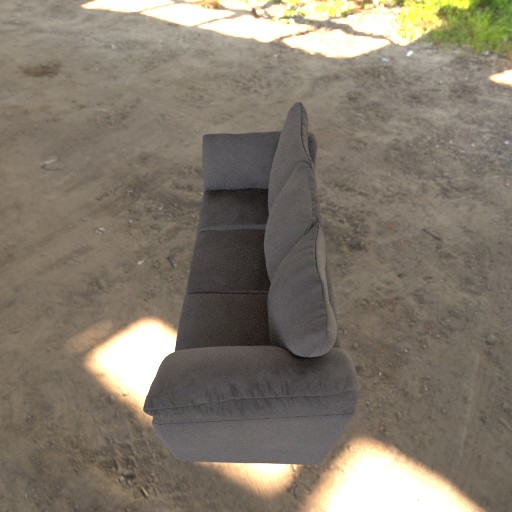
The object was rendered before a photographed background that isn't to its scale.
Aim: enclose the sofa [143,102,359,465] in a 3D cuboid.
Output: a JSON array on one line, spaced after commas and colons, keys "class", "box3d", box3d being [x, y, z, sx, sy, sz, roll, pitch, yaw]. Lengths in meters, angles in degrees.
[{"class": "sofa", "box3d": [0.000, 0.000, 2.746, 0.878, 1.073, 2.336, 1, 42, 1]}]
